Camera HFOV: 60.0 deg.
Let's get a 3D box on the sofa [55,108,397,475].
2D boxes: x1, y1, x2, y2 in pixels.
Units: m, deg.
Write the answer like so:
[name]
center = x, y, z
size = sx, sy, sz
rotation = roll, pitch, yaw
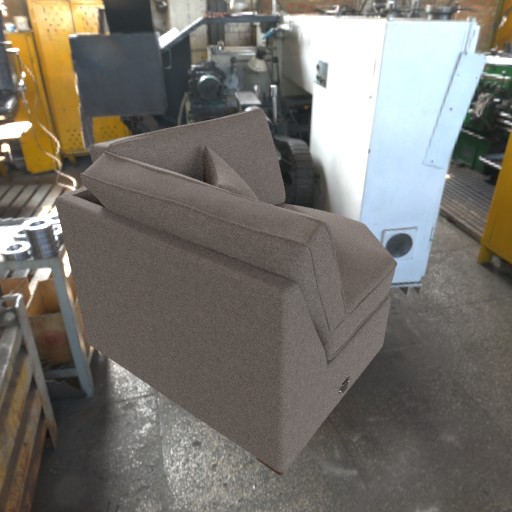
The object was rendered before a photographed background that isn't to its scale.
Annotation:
[sofa]
center = 0.000, 0.000, 1.808
size = 1.050, 0.951, 1.042
rotation = 21, 35, 33
